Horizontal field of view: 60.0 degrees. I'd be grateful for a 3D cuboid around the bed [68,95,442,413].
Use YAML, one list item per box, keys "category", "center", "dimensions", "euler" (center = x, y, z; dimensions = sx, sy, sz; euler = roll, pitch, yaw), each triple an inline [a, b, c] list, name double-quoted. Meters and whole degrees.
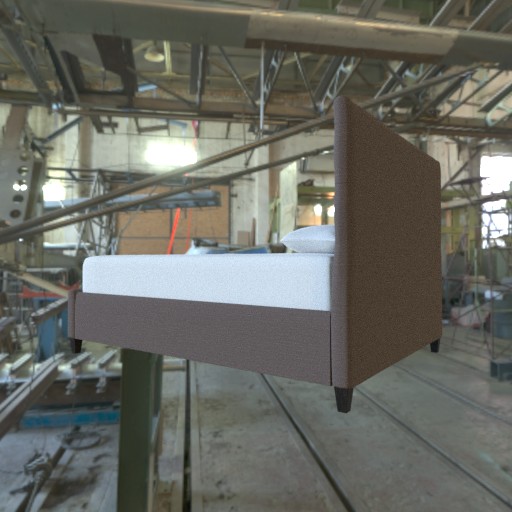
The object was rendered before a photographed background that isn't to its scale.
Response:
- category: "bed"
  center: [0.000, 0.000, 3.283]
  dimensions: [2.233, 1.426, 1.696]
  euler: [0, -1, 36]
